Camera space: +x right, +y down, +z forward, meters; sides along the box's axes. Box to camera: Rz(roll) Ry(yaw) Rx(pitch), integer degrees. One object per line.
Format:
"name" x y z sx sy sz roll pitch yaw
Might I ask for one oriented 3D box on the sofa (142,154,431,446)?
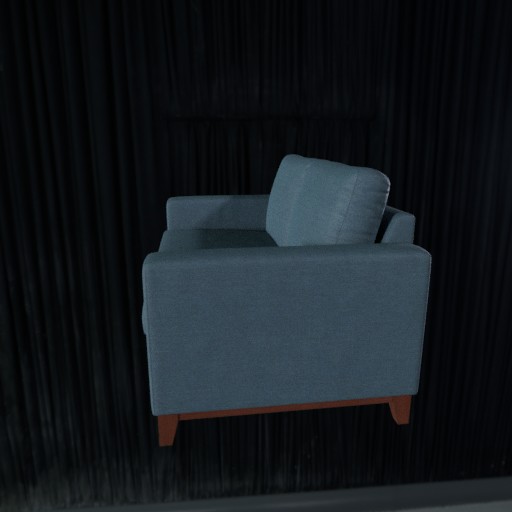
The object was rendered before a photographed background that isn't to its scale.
"sofa" 0.000 0.000 2.114 0.955 0.903 1.489 -2 15 -8
